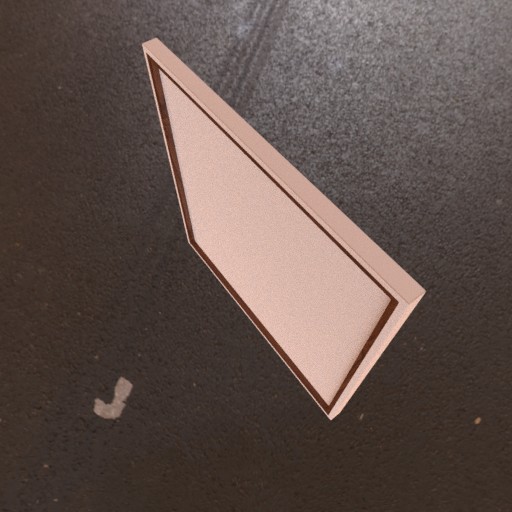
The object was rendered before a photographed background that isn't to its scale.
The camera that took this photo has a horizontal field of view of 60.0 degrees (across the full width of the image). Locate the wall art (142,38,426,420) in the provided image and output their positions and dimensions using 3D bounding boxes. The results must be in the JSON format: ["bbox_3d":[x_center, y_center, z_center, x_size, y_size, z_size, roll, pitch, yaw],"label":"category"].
[{"bbox_3d":[0.000,0.000,1.467,0.049,1.009,1.009,-32,64,-18],"label":"wall art"}]
